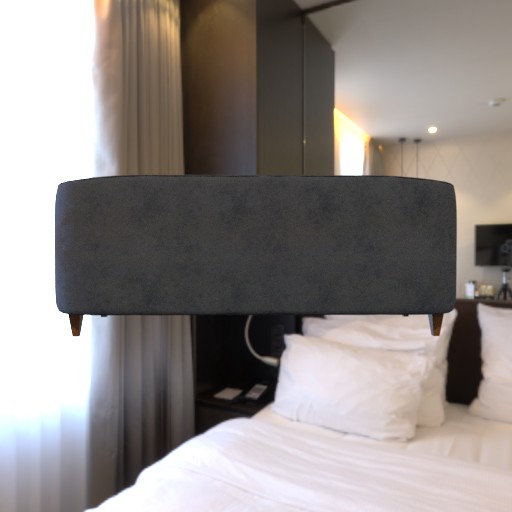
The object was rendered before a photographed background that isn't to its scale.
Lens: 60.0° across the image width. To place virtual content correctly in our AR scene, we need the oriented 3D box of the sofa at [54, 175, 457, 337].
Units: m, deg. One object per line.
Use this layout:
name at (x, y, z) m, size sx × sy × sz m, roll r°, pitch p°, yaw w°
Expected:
sofa at (0.000, 0.000, 2.742) m, size 2.278 × 0.855 × 0.941 m, roll 0°, pitch 1°, yaw -1°
